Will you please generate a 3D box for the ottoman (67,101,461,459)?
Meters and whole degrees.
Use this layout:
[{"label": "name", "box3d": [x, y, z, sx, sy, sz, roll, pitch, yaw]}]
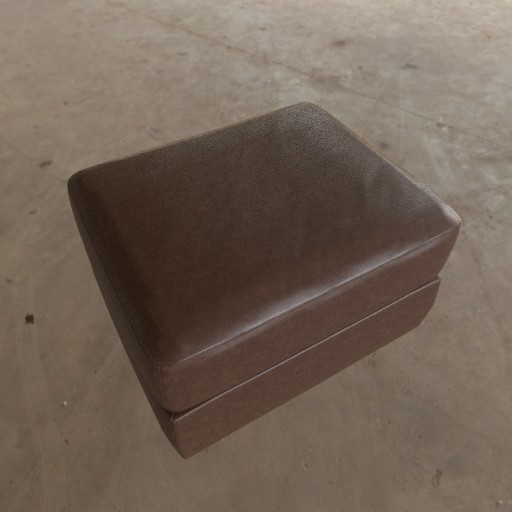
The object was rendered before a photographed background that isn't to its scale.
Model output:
[{"label": "ottoman", "box3d": [0.000, 0.000, 1.123, 0.751, 0.476, 0.603, -23, 52, -20]}]
